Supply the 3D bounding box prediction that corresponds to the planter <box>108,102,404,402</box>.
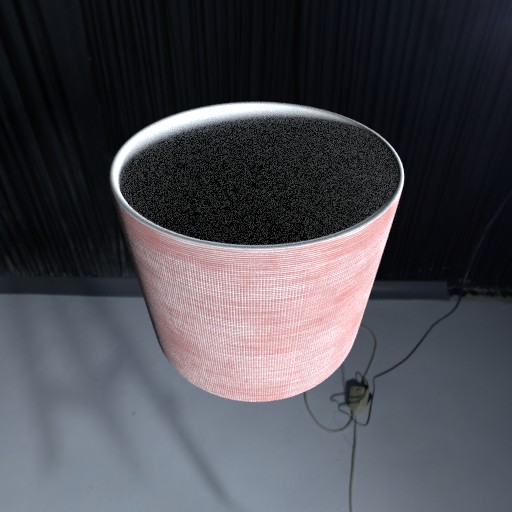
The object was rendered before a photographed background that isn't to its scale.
[{"bbox_3d":[0.000,0.000,0.808,0.440,0.398,0.440,0,41,0],"label":"planter"}]
